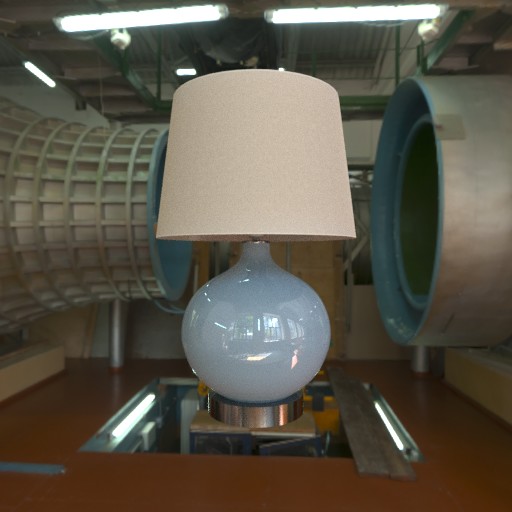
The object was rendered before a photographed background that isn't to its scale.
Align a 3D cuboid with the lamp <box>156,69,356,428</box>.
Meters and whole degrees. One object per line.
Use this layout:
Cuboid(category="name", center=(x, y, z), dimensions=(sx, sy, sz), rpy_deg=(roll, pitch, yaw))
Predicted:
Cuboid(category="lamp", center=(0.000, 0.000, 0.559), dimensions=(0.247, 0.387, 0.247), rpy_deg=(0, 0, 0))
